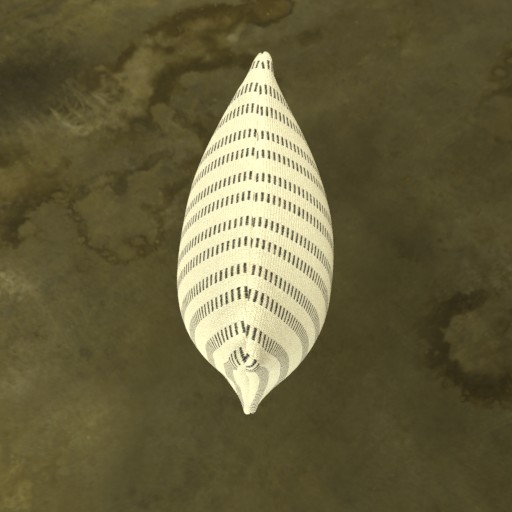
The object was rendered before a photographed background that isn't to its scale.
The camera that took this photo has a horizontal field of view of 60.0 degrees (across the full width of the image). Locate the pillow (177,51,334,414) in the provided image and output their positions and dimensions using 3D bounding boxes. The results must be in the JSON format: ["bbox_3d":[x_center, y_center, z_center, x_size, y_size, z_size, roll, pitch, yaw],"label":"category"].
[{"bbox_3d":[0.000,0.000,0.705,0.247,0.419,0.438,2,65,1],"label":"pillow"}]
